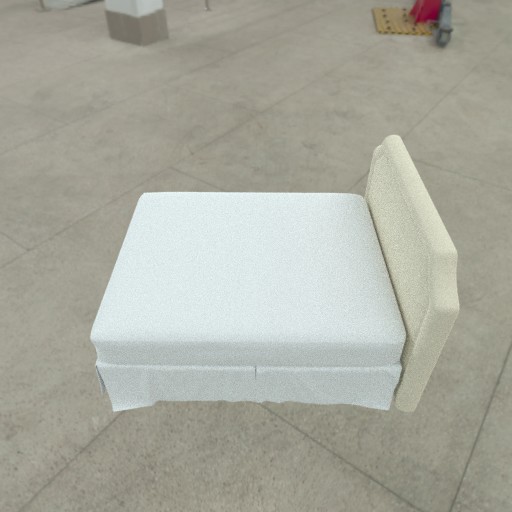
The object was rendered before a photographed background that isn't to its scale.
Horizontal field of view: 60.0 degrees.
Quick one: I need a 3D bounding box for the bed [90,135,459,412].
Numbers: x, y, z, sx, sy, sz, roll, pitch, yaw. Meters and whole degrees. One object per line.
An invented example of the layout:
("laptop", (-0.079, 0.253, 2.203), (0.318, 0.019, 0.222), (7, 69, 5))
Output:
("bed", (0.000, 0.000, 3.307), (2.209, 1.296, 1.827), (0, 42, 0))
